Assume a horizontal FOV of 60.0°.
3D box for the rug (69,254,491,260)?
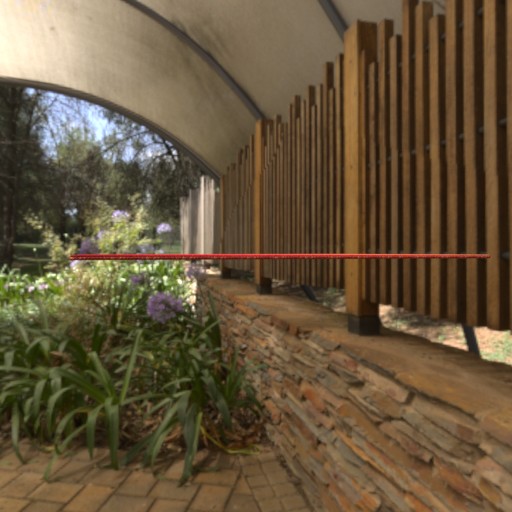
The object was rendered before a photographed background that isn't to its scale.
[{"bbox_3d":[0.000,0.000,3.912,2.905,0.028,2.340,0,0,-19],"label":"rug"}]
